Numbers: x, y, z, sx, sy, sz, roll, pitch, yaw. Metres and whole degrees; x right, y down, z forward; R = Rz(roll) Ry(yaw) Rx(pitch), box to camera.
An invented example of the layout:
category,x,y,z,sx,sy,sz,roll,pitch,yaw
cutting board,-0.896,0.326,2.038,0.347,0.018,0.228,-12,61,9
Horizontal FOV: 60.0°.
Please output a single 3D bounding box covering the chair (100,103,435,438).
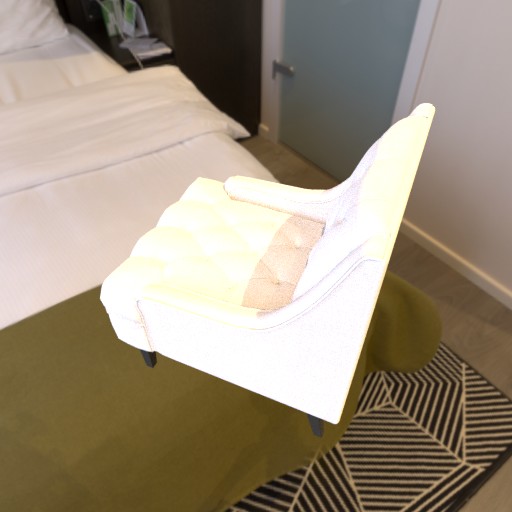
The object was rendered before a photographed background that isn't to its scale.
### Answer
category,x,y,z,sx,sy,sz,roll,pitch,yaw
chair,0.000,0.000,1.390,0.772,0.891,0.658,17,48,16
